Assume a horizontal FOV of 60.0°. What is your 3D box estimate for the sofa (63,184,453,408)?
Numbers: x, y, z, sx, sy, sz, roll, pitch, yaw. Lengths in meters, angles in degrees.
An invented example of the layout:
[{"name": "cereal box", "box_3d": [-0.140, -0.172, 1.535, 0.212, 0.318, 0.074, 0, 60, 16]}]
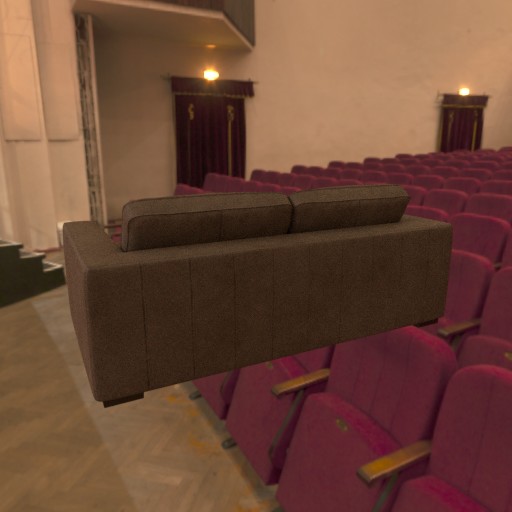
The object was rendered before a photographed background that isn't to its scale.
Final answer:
[{"name": "sofa", "box_3d": [0.000, 0.000, 2.478, 1.920, 0.800, 1.070, -7, 16, -26]}]
